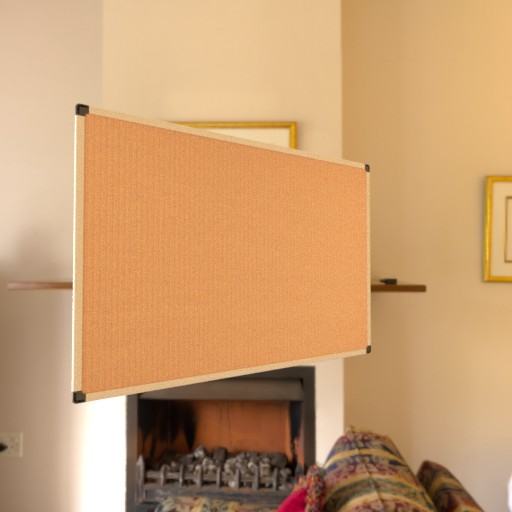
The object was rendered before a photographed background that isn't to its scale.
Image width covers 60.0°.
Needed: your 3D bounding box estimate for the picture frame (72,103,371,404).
[{"bbox_3d":[0.000,0.000,1.147,0.900,0.600,0.010,1,-2,-36],"label":"picture frame"}]
